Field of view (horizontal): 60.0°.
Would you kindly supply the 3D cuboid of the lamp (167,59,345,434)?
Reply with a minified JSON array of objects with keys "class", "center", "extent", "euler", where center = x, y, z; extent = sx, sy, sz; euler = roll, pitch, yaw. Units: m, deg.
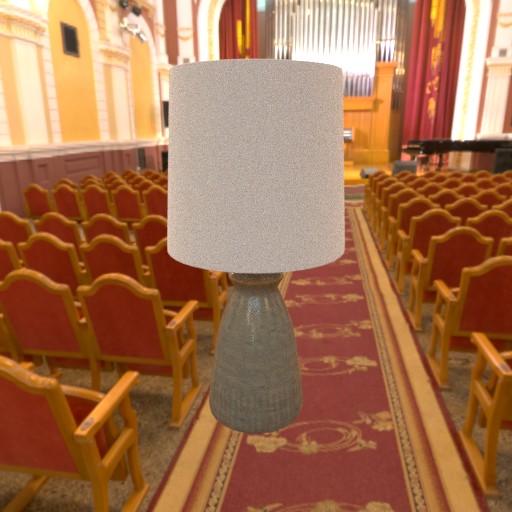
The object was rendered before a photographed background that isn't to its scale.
[{"class":"lamp","center":[0.000,0.000,0.477],"extent":[0.186,0.369,0.186],"euler":[0,16,0]}]
